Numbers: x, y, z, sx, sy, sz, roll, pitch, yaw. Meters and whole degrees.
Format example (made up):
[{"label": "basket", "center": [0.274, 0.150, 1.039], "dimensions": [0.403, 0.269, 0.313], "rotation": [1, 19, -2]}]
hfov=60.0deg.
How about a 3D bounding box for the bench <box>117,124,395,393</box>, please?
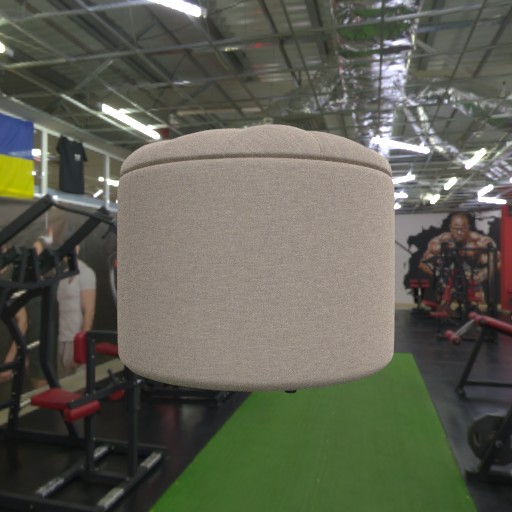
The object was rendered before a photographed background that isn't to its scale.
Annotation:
[{"label": "bench", "center": [0.000, 0.000, 1.004], "dimensions": [0.600, 0.454, 0.600], "rotation": [0, 0, 0]}]
